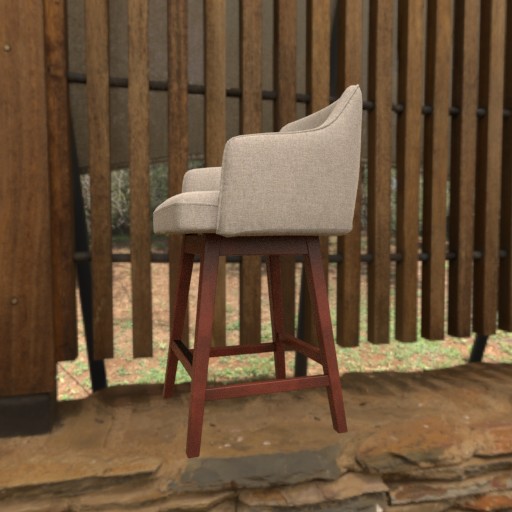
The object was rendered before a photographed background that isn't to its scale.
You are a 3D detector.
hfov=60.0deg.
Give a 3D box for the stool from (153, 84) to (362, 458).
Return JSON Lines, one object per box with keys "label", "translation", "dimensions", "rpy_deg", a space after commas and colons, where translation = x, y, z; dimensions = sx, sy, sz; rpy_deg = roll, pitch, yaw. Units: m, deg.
{"label": "stool", "translation": [0.000, 0.000, 1.332], "dimensions": [0.558, 0.944, 0.599], "rpy_deg": [-1, 2, -19]}
